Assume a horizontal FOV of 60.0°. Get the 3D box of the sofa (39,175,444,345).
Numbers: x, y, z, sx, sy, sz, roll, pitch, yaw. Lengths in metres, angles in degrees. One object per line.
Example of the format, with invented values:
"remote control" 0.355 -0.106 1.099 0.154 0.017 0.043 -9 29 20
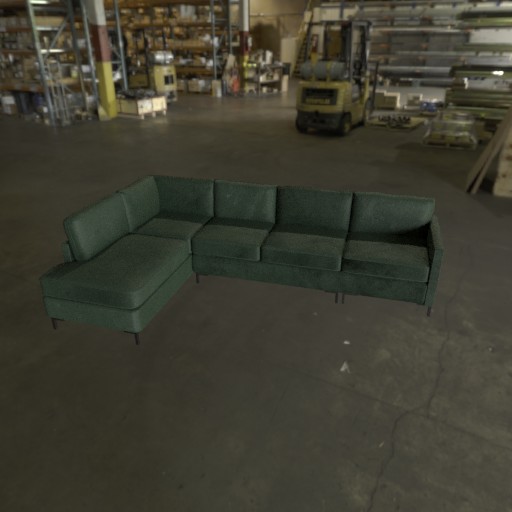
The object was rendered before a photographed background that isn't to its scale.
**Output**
"sofa" 0.000 0.000 4.313 3.384 0.996 2.048 7 27 14
